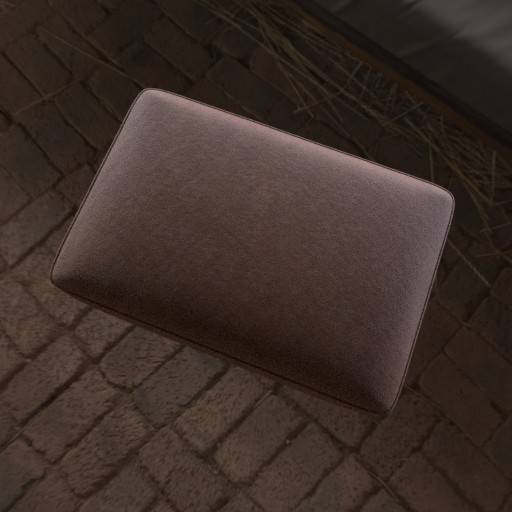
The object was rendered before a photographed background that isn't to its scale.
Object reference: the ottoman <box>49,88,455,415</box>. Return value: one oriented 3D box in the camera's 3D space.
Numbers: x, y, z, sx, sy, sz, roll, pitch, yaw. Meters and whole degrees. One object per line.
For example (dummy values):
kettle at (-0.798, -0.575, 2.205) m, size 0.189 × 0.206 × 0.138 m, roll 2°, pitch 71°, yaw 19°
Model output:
ottoman at (0.000, 0.000, 1.232) m, size 0.864 × 0.483 × 0.584 m, roll 21°, pitch 77°, yaw 5°
